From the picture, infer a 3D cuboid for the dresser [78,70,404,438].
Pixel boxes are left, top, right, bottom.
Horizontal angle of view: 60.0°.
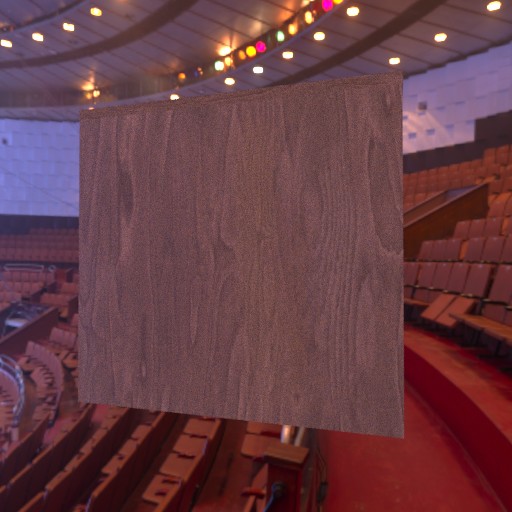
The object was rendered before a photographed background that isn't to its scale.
[{"bbox_3d":[0.000,0.000,1.292,0.809,0.762,0.529,0,-1,17],"label":"dresser"}]
